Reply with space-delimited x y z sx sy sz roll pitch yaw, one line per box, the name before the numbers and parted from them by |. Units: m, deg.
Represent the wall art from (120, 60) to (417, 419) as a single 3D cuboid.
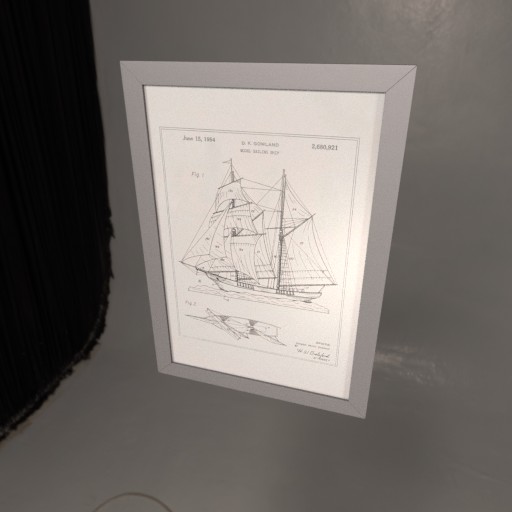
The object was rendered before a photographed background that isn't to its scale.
wall art | 0.000 0.000 0.666 0.380 0.534 0.013 8 27 16
